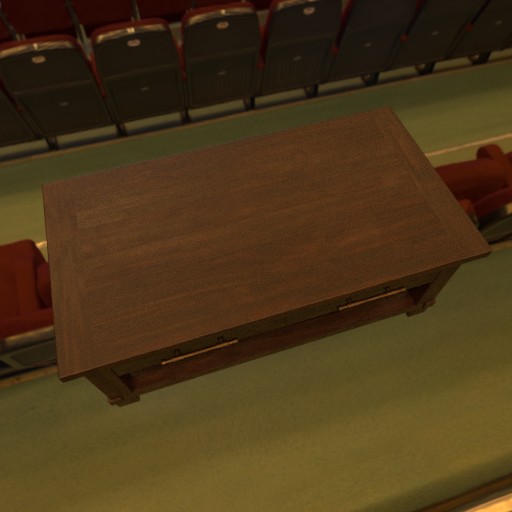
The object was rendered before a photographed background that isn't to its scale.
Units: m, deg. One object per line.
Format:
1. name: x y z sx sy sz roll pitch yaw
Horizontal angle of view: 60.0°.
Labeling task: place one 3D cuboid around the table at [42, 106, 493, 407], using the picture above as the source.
1. table: 0.000 0.000 1.602 1.270 0.494 0.700 -15 59 -9
